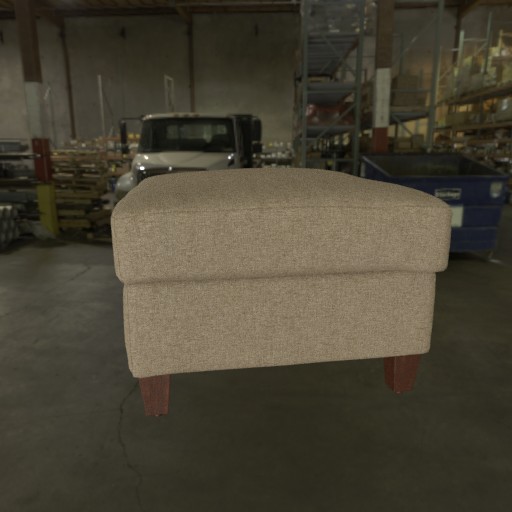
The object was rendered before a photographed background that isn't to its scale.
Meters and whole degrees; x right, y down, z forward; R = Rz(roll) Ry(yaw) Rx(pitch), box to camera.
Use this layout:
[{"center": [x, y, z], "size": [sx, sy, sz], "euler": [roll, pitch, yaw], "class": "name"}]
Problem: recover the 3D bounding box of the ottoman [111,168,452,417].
[{"center": [0.000, 0.000, 1.303], "size": [0.692, 0.511, 0.889], "euler": [-2, 14, -9], "class": "ottoman"}]
